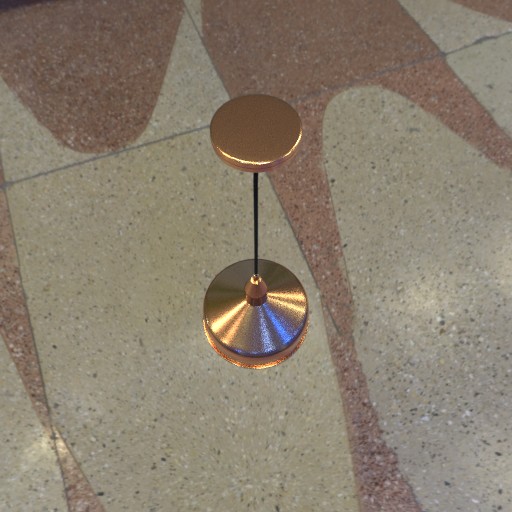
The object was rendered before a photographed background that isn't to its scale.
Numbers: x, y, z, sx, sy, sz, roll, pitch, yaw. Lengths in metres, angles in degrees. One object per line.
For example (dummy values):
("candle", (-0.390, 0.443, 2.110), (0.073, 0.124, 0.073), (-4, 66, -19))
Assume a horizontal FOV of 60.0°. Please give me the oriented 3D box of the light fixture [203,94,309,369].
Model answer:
("light fixture", (0.000, 0.000, 0.924), (0.301, 0.754, 0.301), (-17, 64, -9))
